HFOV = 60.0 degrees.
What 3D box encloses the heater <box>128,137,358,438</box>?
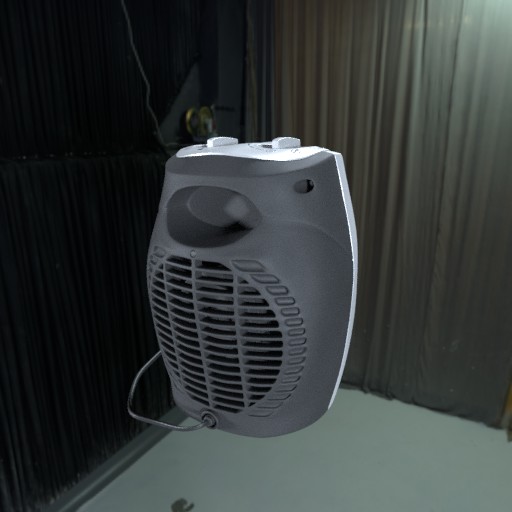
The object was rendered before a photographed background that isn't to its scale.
[{"bbox_3d":[0.000,0.000,0.462,0.239,0.240,0.291,8,17,27],"label":"heater"}]
